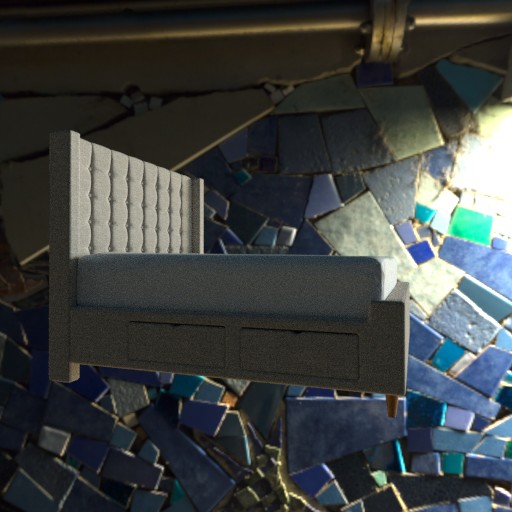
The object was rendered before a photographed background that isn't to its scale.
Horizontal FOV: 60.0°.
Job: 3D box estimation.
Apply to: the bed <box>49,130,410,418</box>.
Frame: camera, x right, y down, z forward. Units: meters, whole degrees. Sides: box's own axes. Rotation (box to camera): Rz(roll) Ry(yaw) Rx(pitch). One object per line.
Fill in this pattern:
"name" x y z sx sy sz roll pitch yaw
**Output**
"bed" 0.000 0.000 3.657 2.372 1.748 2.044 0 0 20
